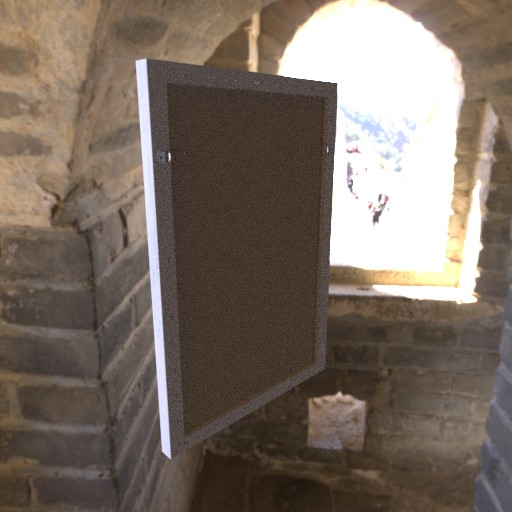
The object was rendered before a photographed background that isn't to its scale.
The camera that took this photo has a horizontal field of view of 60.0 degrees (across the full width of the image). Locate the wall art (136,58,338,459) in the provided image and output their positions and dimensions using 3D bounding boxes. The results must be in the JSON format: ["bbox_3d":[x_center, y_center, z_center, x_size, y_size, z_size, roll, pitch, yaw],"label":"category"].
[{"bbox_3d":[0.000,0.000,1.193,0.624,0.914,0.043,-15,21,-42],"label":"wall art"}]
